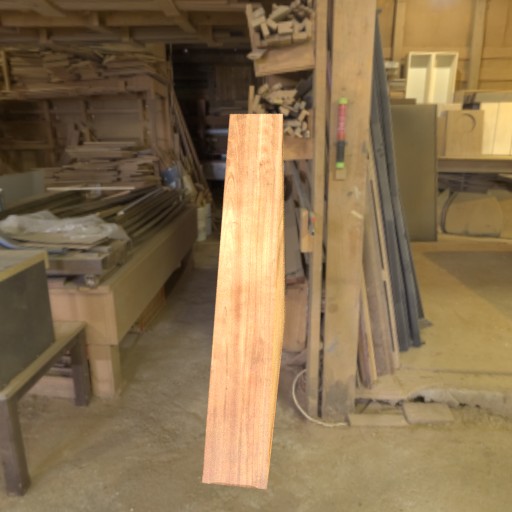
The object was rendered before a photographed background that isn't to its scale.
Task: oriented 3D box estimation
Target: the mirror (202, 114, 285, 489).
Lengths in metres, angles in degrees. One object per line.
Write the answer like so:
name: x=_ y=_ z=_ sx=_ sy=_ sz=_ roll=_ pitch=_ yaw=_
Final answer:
mirror: x=0.000 y=0.000 z=0.898 sx=0.100 sy=0.548 sz=0.631 roll=2 pitch=16 yaw=6
